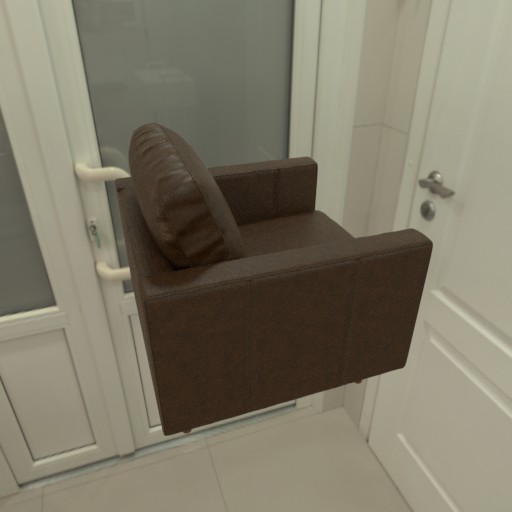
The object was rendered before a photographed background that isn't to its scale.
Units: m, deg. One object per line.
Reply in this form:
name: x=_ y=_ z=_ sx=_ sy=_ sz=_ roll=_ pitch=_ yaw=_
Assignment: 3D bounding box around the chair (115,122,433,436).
chair: x=0.000 y=0.000 z=1.681 sx=0.909 sy=0.956 sz=0.890 roll=-10 pitch=32 yaw=-17
